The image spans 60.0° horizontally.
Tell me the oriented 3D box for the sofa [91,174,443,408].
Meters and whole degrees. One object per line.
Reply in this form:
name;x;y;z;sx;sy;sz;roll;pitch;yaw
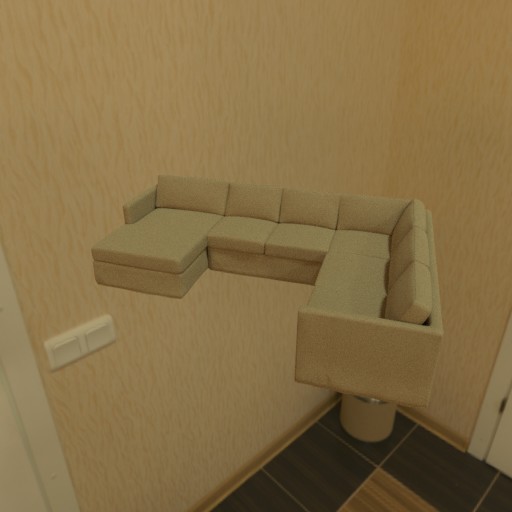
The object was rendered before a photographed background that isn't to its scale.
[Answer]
sofa;0.000;0.000;4.624;3.528;0.878;2.476;8;29;15
